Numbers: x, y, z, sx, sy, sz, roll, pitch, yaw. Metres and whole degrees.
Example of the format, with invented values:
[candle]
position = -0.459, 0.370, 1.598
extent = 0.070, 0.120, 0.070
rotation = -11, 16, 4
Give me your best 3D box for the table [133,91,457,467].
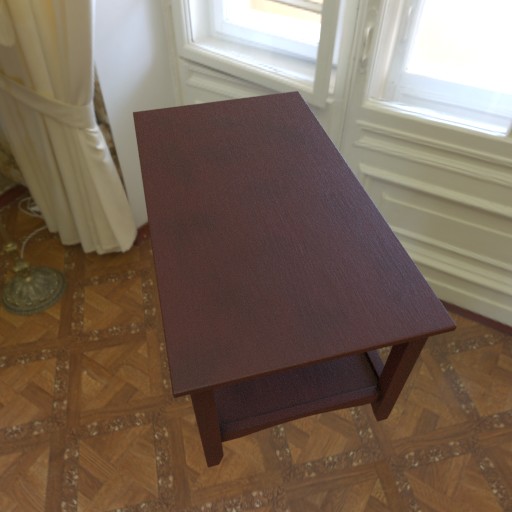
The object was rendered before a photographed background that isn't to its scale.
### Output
[table]
position = 0.000, 0.000, 1.257
extent = 0.533, 0.456, 0.943
rotation = -11, 48, -10
